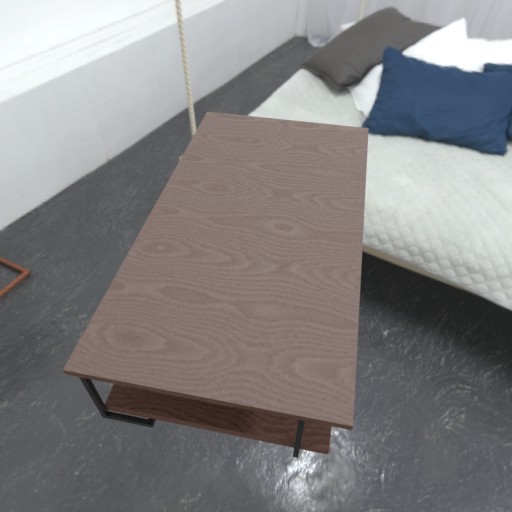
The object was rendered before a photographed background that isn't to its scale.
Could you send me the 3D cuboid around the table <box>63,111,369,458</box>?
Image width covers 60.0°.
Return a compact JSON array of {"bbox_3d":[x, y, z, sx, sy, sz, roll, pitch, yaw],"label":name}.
[{"bbox_3d":[0.000,0.000,1.487,0.651,0.347,1.197,8,47,8],"label":"table"}]
